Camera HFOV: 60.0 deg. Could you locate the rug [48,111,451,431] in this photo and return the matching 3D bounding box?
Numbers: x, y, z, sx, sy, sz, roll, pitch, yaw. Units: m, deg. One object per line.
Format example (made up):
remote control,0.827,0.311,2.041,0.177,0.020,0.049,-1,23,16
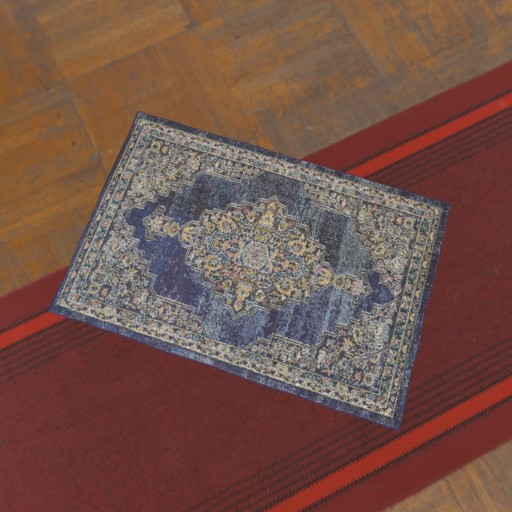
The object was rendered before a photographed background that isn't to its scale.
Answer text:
rug,0.000,0.000,2.259,1.781,0.012,1.184,18,76,5
